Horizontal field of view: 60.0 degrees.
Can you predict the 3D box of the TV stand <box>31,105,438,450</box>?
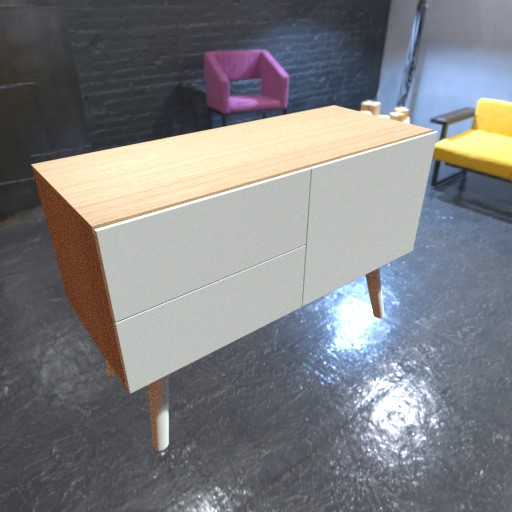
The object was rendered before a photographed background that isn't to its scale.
[{"bbox_3d":[0.000,0.000,1.308,0.991,0.660,0.407,-22,37,-31],"label":"TV stand"}]
